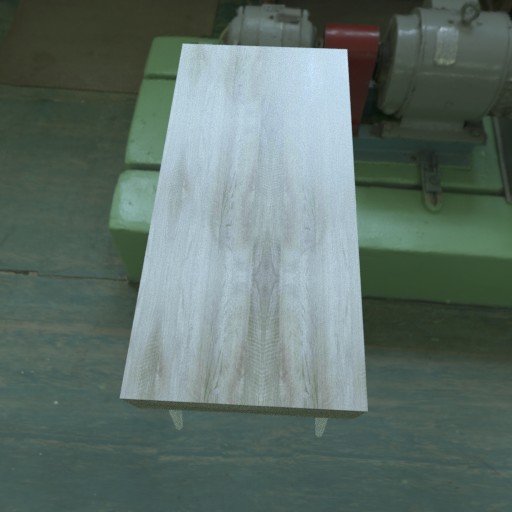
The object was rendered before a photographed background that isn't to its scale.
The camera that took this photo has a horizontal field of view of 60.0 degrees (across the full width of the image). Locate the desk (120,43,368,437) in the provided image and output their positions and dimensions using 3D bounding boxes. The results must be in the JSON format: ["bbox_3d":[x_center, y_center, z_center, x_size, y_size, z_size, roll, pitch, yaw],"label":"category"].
[{"bbox_3d":[0.000,0.000,1.375,0.491,0.723,0.979,3,64,1],"label":"desk"}]
